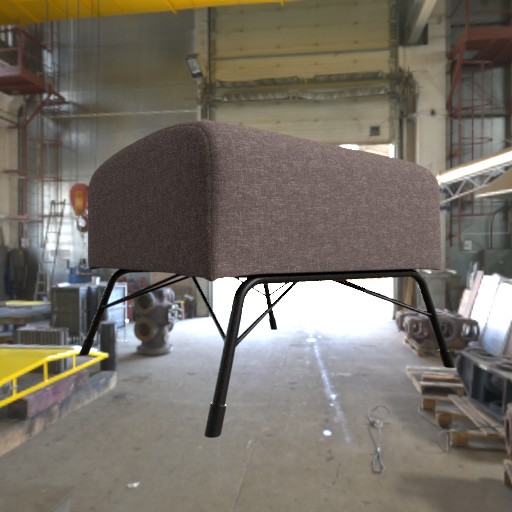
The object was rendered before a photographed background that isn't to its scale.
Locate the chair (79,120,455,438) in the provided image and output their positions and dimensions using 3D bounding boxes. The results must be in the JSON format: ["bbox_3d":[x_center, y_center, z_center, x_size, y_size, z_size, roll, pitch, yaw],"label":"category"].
[{"bbox_3d":[0.000,0.000,0.870,0.530,0.410,0.530,0,0,-37],"label":"chair"}]
